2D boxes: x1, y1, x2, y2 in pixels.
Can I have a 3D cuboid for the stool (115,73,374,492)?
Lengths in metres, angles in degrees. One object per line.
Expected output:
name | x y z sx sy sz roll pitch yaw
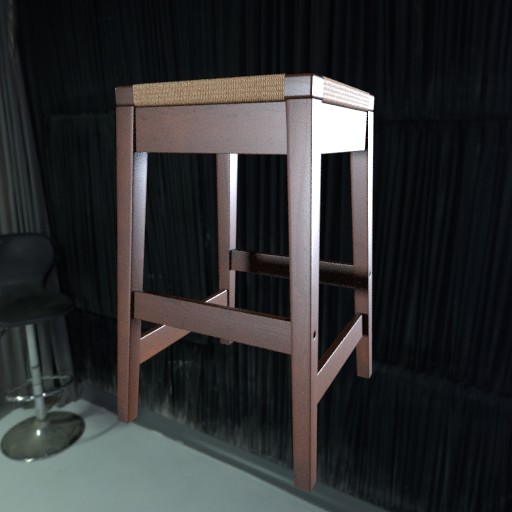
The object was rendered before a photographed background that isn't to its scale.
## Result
stool | 0.000 0.000 1.084 0.497 0.762 0.507 7 17 26
